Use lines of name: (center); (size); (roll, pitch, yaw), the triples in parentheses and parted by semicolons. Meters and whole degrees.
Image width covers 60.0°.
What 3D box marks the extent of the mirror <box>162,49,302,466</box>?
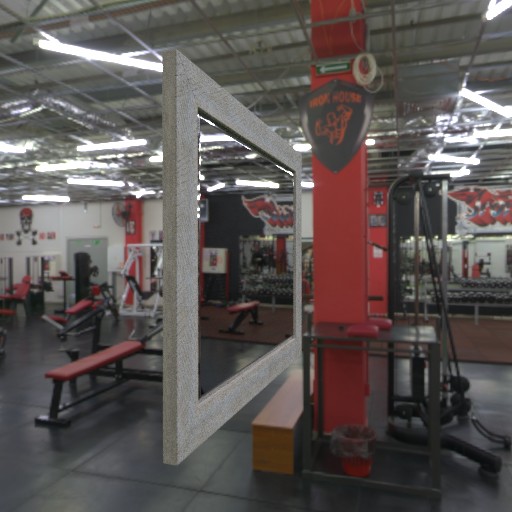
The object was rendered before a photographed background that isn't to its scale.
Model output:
mirror: (0.000, 0.000, 1.127); (0.028, 0.689, 0.839); (0, 0, 20)
